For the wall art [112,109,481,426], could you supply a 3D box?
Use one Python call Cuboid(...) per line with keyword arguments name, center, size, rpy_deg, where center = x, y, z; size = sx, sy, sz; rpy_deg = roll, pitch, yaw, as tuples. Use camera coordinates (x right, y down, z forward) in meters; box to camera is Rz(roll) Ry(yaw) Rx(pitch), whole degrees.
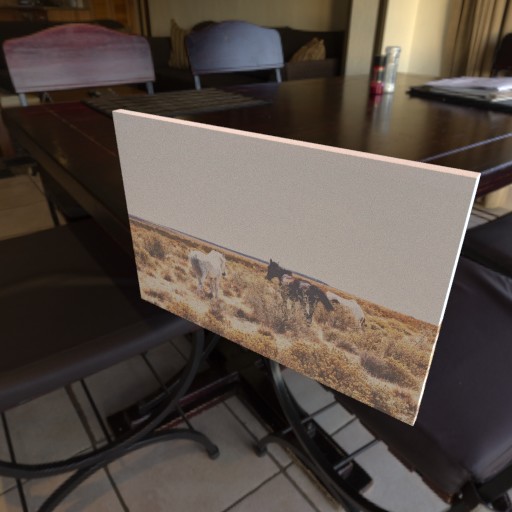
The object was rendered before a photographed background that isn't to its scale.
Cuboid(name="wall art", center=(0.000, 0.000, 1.870), size=(1.520, 1.016, 0.051), rpy_deg=(19, 35, 29))
